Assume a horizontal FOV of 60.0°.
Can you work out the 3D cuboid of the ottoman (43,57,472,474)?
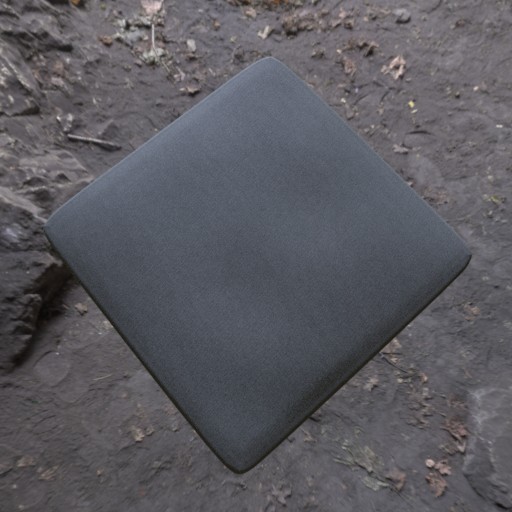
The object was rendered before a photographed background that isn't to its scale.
[{"bbox_3d":[0.000,0.000,1.320,0.843,0.441,0.842,-40,79,-9],"label":"ottoman"}]
